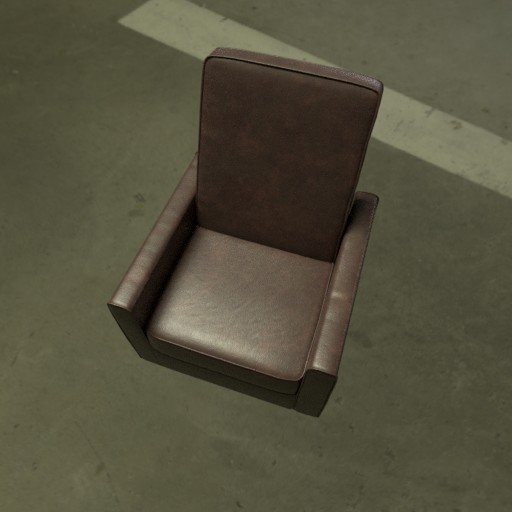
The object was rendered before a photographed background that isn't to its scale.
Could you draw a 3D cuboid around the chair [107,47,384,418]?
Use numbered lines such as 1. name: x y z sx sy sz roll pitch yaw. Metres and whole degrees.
1. chair: 0.000 0.000 1.489 0.705 1.013 0.746 16 60 10
